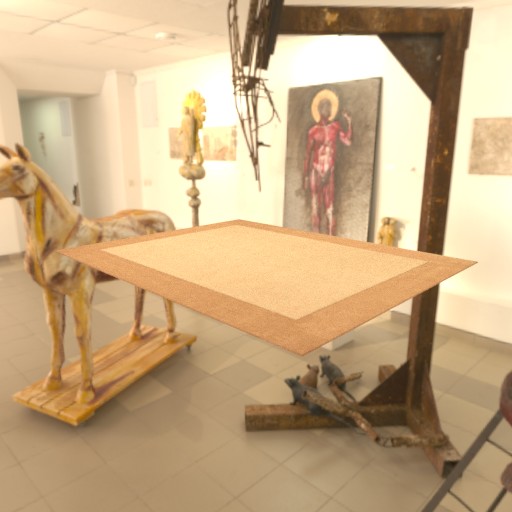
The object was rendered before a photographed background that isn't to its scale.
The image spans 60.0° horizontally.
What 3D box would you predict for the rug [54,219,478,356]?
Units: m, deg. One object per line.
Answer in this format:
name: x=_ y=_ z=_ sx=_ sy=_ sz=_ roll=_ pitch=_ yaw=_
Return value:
rug: x=0.000 y=0.000 z=4.069 sx=3.048 sy=0.014 sz=2.438 roll=14 pitch=20 yaw=43
